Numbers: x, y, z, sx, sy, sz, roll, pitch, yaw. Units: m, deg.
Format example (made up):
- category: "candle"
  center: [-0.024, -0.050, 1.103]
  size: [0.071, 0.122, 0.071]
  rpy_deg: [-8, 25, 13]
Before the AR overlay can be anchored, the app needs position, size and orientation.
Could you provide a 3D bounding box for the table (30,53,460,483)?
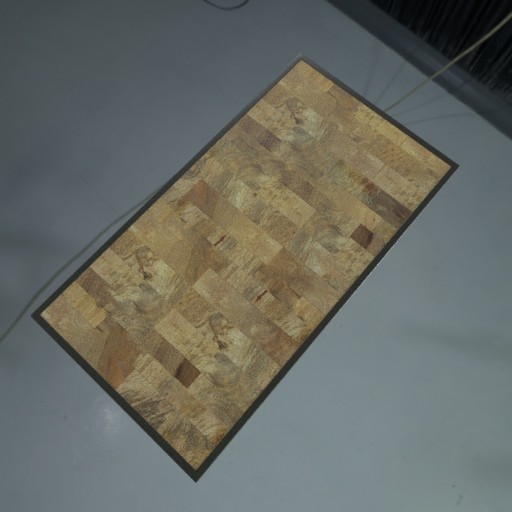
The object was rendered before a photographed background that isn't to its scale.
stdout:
- category: "table"
  center: [0.000, 0.000, 1.510]
  size: [0.649, 0.398, 1.199]
  rpy_deg: [40, 77, 11]
